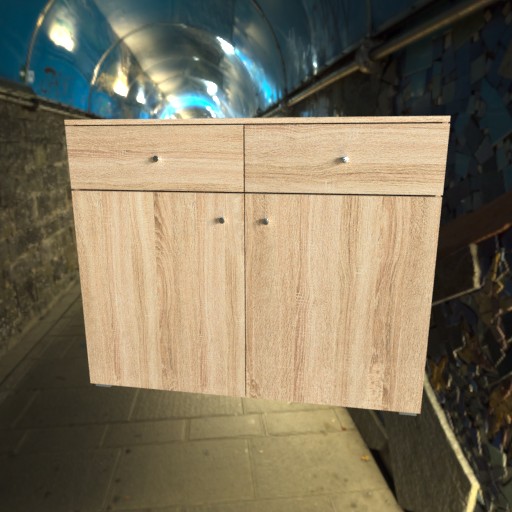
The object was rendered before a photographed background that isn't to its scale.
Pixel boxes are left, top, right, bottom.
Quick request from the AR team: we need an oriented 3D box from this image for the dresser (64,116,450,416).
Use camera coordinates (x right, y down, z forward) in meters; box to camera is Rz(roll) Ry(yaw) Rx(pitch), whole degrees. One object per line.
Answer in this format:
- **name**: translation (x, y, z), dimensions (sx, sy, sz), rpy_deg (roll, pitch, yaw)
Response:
- **dresser**: translation (0.000, 0.000, 1.552), dimensions (1.100, 0.900, 0.450), rpy_deg (2, 14, 9)
